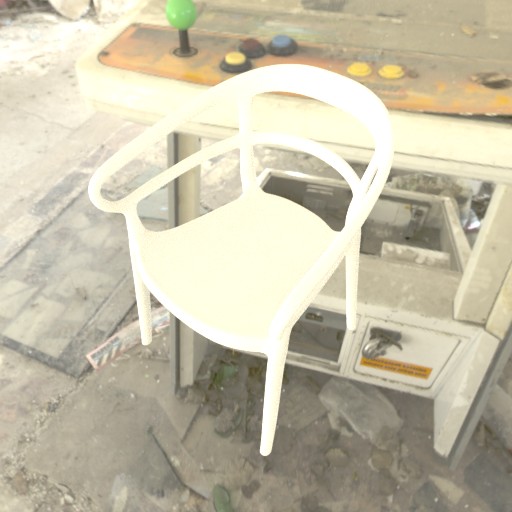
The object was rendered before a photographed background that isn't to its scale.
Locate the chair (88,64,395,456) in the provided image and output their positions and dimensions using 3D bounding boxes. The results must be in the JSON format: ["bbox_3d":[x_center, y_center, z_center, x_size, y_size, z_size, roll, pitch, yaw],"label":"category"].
[{"bbox_3d":[0.000,0.000,1.117,0.559,0.761,0.527,33,55,28],"label":"chair"}]
